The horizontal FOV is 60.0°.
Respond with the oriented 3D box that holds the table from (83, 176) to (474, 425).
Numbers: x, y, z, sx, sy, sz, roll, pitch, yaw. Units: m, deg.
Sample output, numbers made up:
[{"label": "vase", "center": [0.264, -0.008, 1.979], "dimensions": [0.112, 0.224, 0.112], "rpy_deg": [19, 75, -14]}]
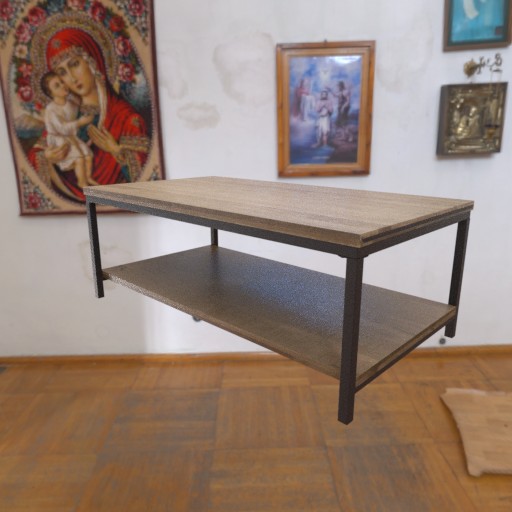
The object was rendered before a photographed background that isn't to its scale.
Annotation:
[{"label": "table", "center": [0.000, 0.000, 1.387], "dimensions": [1.062, 0.393, 0.574], "rpy_deg": [14, 21, 42]}]
